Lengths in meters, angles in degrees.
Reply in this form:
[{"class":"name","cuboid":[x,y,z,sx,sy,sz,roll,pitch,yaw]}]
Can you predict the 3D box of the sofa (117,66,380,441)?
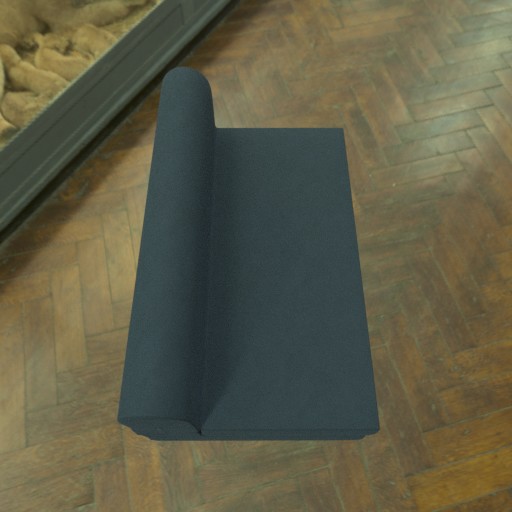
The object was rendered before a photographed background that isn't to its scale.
[{"class":"sofa","cuboid":[0.000,0.000,1.618,0.762,0.660,1.219,0,63,0]}]
